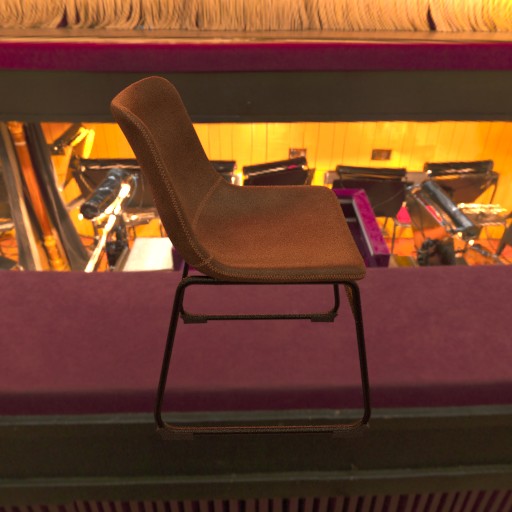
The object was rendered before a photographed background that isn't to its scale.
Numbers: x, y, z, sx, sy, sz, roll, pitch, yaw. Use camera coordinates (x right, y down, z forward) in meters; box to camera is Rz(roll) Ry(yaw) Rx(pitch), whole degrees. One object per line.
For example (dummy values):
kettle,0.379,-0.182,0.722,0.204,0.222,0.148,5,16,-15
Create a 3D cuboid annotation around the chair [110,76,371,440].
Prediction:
chair,0.000,0.000,1.086,0.551,0.780,0.460,-1,32,-1
